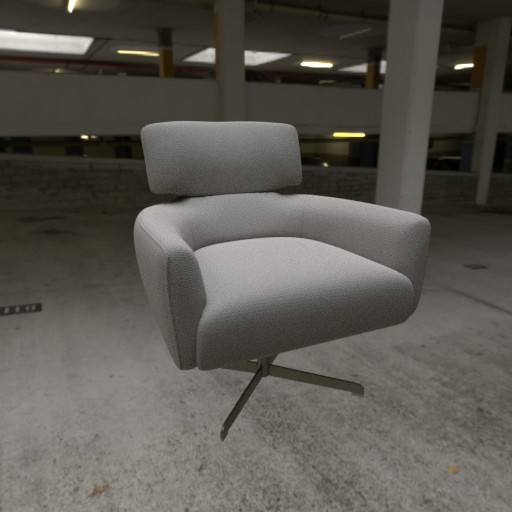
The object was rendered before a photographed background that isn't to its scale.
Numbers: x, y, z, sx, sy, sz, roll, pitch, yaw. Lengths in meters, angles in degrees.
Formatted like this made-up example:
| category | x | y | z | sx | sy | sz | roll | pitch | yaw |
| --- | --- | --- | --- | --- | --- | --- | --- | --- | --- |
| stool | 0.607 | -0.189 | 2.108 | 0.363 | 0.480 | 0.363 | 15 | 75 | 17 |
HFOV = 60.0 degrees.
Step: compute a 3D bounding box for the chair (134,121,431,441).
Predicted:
| category | x | y | z | sx | sy | sz | roll | pitch | yaw |
| --- | --- | --- | --- | --- | --- | --- | --- | --- | --- |
| chair | 0.000 | 0.000 | 1.383 | 0.760 | 0.810 | 0.730 | -8 | 18 | -25 |
